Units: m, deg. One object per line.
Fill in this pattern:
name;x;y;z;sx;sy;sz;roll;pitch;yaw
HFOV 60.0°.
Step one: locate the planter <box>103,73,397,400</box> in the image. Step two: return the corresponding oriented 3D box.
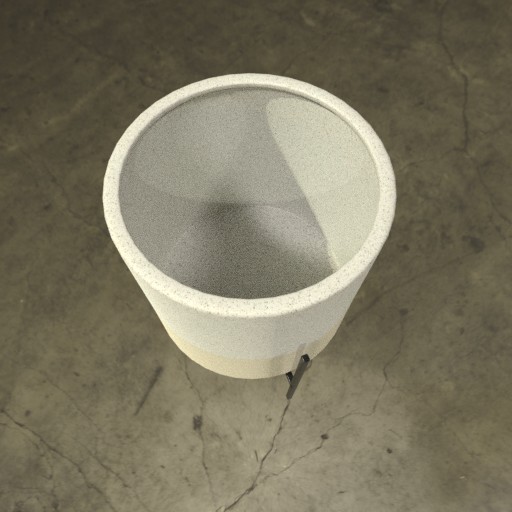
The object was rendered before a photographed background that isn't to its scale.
planter;0.000;0.000;0.661;0.313;0.423;0.335;35;69;16
